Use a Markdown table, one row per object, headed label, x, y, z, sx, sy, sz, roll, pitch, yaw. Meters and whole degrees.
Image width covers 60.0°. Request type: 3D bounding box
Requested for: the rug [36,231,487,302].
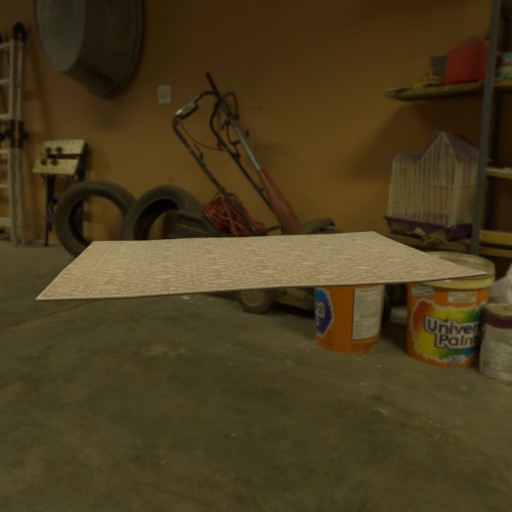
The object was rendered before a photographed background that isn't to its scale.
| label | x | y | z | sx | sy | sz | roll | pitch | yaw |
| --- | --- | --- | --- | --- | --- | --- | --- | --- | --- |
| rug | 0.000 | 0.000 | 3.086 | 2.430 | 0.053 | 1.553 | -2 | 13 | -10 |
